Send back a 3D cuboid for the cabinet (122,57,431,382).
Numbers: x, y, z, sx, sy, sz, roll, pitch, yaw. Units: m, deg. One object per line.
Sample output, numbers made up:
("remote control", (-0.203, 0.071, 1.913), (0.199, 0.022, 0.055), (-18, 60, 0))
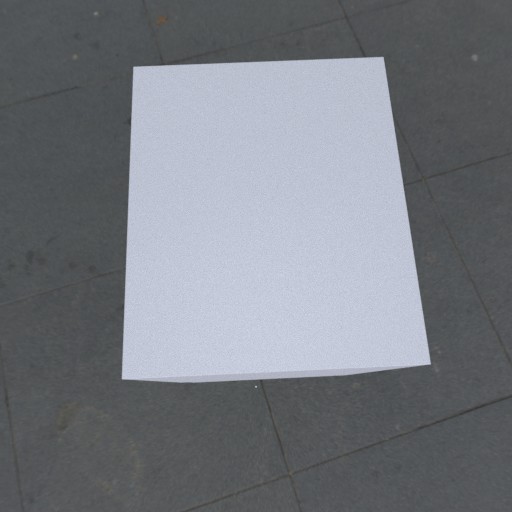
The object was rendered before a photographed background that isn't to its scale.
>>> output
("cabinet", (0.000, 0.000, 0.759), (0.360, 0.470, 0.400), (-3, 74, -1))
